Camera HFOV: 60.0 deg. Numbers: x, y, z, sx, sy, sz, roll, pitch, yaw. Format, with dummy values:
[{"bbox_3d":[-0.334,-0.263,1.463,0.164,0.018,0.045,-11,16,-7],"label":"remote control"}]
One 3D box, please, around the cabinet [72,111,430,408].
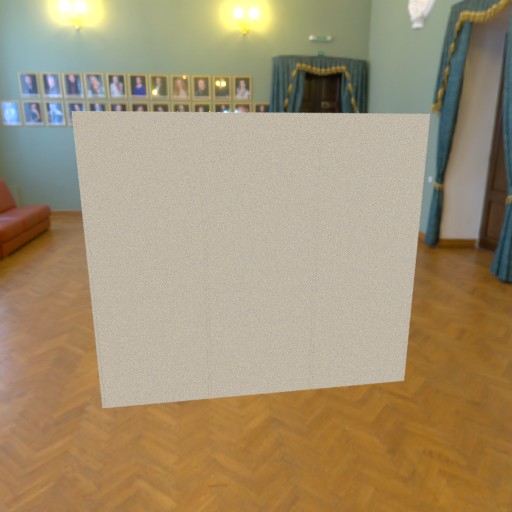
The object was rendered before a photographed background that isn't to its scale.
[{"bbox_3d":[0.000,0.000,3.892,2.700,2.370,0.590,-2,15,-9],"label":"cabinet"}]
